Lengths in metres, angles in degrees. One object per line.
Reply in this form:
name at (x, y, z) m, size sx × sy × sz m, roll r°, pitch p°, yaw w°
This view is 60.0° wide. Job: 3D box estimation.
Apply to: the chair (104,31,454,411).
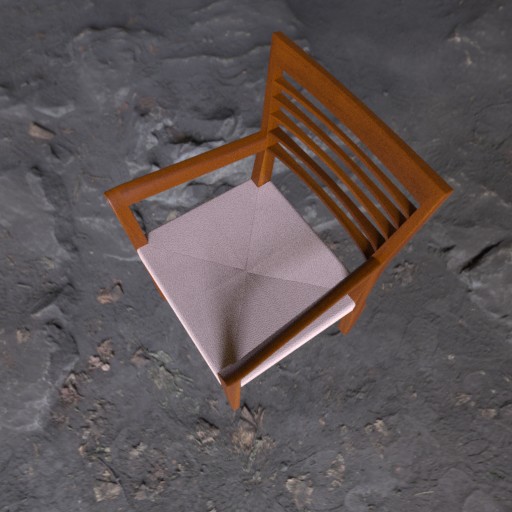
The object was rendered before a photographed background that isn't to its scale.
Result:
chair at (0.000, 0.000, 1.240) m, size 0.540 × 0.855 × 0.587 m, roll -31°, pitch 67°, yaw -15°
